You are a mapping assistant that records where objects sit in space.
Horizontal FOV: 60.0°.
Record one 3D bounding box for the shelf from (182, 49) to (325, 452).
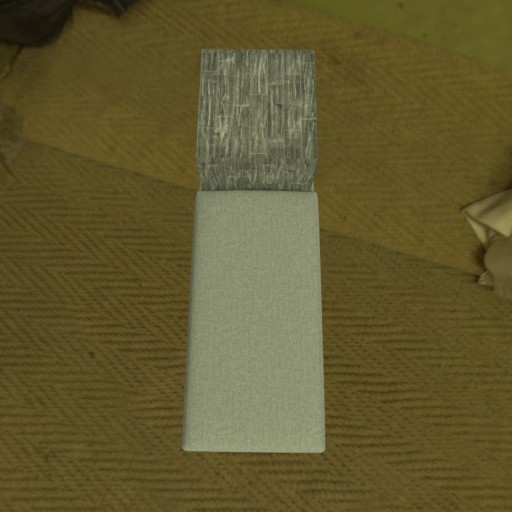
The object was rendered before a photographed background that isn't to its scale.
[{"bbox_3d":[0.000,0.000,1.671,0.457,0.633,1.342,1,74,0],"label":"shelf"}]
